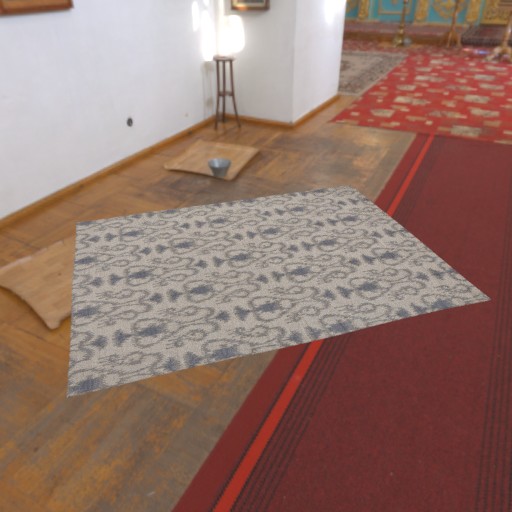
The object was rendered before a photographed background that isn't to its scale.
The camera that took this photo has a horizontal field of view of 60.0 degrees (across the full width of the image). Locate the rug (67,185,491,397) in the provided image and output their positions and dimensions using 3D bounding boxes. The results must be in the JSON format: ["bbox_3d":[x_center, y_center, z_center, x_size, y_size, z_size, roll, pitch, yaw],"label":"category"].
[{"bbox_3d":[0.000,0.000,2.883,2.261,0.013,1.676,-10,34,-15],"label":"rug"}]
